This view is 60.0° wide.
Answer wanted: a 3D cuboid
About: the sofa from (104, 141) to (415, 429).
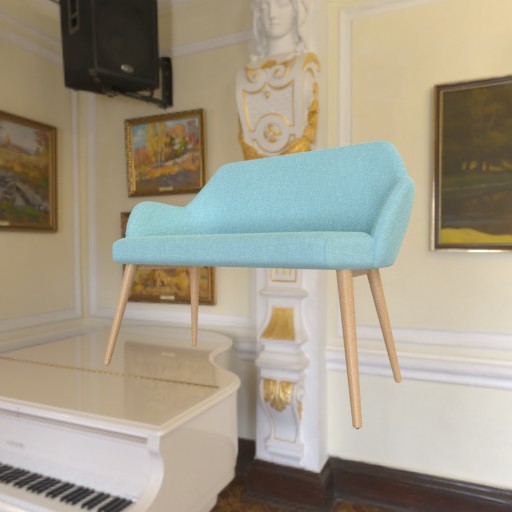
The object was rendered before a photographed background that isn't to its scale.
[{"bbox_3d":[0.000,0.000,1.608,1.150,0.840,0.610,1,1,36],"label":"sofa"}]
